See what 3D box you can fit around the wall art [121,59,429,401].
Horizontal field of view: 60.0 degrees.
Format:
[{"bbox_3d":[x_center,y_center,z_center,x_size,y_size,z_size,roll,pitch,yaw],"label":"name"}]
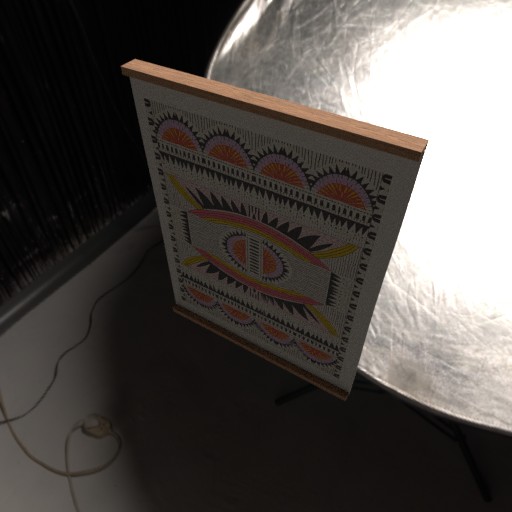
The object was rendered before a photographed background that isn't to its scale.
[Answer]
[{"bbox_3d":[0.000,0.000,0.708,0.403,0.527,0.028,23,50,21],"label":"wall art"}]
